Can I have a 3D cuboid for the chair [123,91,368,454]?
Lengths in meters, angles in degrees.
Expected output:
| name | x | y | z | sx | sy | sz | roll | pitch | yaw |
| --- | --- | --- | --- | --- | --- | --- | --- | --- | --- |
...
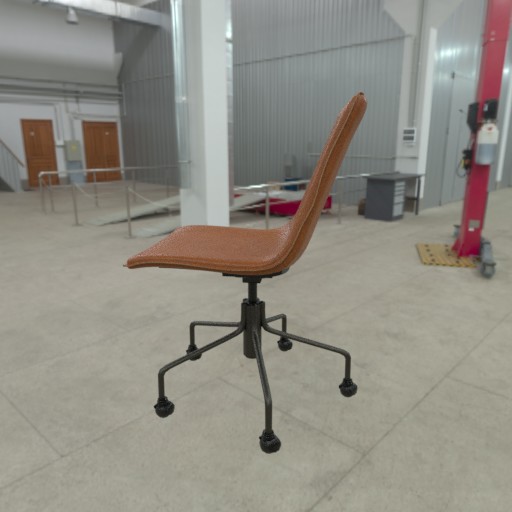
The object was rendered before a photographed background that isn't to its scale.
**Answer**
| name | x | y | z | sx | sy | sz | roll | pitch | yaw |
| --- | --- | --- | --- | --- | --- | --- | --- | --- | --- |
| chair | 0.000 | 0.000 | 1.361 | 0.660 | 0.920 | 0.651 | 2 | 15 | 8 |
